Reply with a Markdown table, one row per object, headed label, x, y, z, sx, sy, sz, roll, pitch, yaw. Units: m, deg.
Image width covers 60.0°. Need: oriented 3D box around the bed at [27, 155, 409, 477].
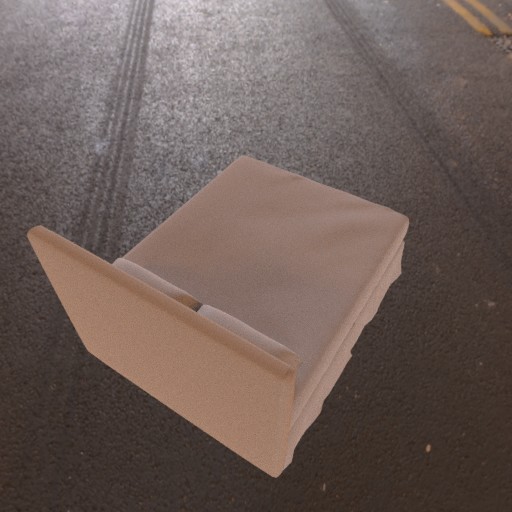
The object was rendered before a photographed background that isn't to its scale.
| label | x | y | z | sx | sy | sz | roll | pitch | yaw |
| --- | --- | --- | --- | --- | --- | --- | --- | --- | --- |
| bed | 0.000 | 0.000 | 3.208 | 1.748 | 1.330 | 2.142 | 25 | 52 | 22 |
